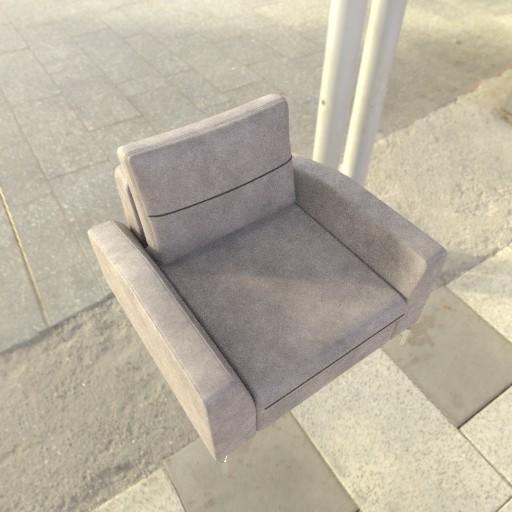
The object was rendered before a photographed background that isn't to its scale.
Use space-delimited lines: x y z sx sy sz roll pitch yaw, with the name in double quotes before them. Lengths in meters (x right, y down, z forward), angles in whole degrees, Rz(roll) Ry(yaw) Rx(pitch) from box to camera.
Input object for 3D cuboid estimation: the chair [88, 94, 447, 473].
"chair" 0.000 0.000 1.554 0.900 0.800 0.900 -27 53 -23
